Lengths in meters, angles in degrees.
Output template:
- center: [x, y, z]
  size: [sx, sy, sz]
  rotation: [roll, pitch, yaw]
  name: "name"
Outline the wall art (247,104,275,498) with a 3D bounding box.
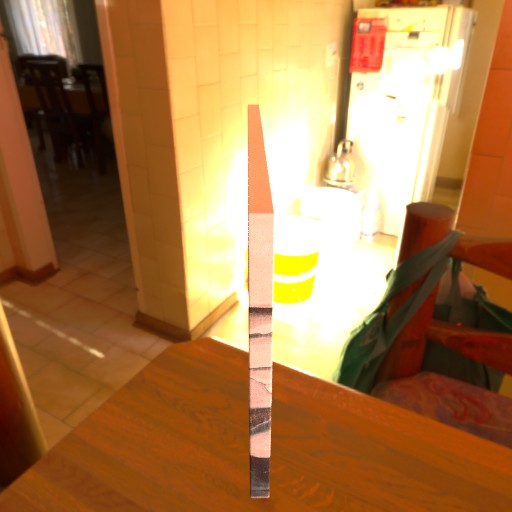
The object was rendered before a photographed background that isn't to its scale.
- center: [0.000, 0.000, 1.145]
  size: [0.039, 0.609, 0.914]
  rotation: [0, 28, -1]
  name: "wall art"
